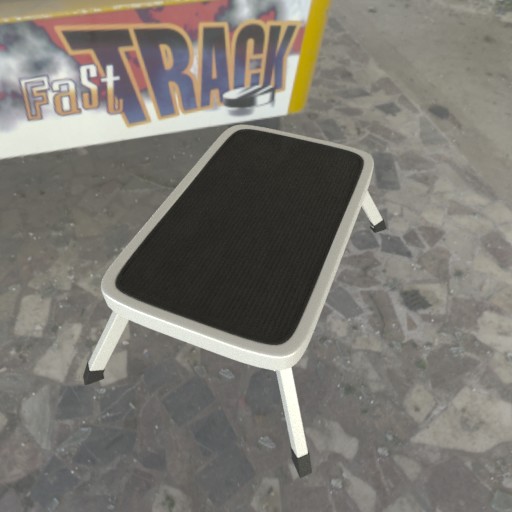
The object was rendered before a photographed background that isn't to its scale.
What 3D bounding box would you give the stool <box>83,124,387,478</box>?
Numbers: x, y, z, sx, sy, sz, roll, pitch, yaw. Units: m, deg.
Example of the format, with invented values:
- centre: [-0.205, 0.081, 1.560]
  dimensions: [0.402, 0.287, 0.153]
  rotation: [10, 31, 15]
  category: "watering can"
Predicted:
- centre: [0.000, 0.000, 0.629]
  dimensions: [0.320, 0.170, 0.460]
  rotation: [17, 50, 15]
  category: "stool"
